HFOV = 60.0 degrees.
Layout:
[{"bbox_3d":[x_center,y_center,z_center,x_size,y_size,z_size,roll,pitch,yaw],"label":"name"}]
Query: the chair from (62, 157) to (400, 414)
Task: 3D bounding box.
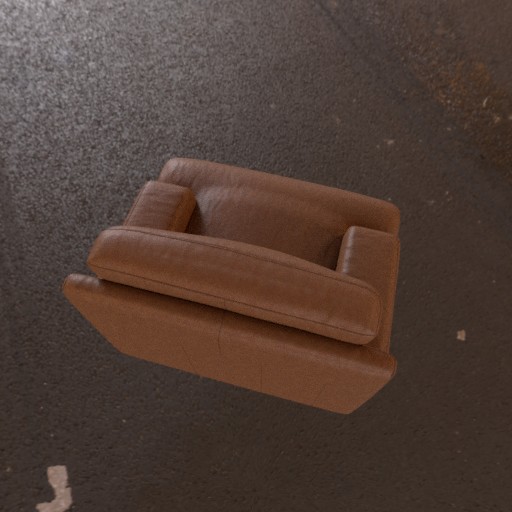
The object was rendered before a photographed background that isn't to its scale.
[{"bbox_3d":[0.000,0.000,2.044,1.276,0.978,1.050,13,63,7],"label":"chair"}]
